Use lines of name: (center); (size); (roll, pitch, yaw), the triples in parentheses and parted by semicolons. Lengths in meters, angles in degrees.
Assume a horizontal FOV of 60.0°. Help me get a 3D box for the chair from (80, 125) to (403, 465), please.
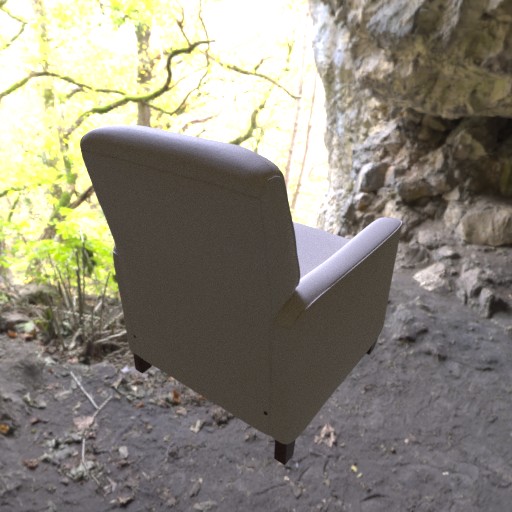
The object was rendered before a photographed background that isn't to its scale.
chair: (0.000, 0.000, 1.642); (0.841, 1.028, 0.858); (20, 35, 31)
